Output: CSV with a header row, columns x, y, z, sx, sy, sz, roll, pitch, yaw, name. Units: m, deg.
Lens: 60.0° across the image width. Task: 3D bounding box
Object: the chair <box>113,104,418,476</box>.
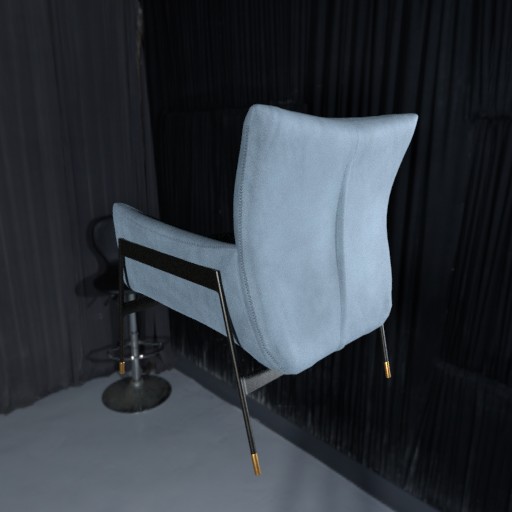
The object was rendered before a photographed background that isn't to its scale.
x,y,z,sx,sy,sz,roll,pitch,yaw,name
0.000,0.000,1.400,0.678,0.858,0.709,-15,22,-43,chair
